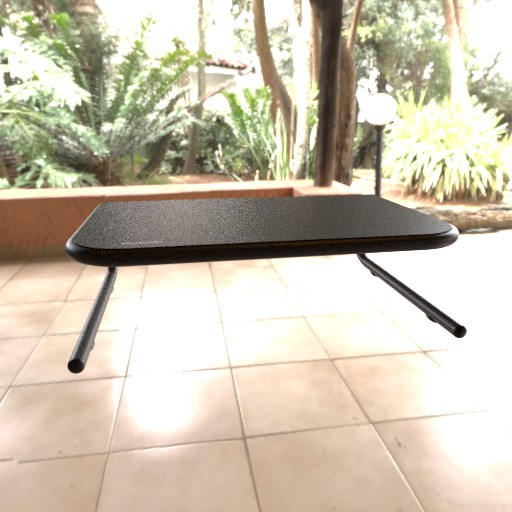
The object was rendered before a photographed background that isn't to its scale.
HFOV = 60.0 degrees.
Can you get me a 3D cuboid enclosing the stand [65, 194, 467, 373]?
[{"bbox_3d":[0.000,0.000,0.516,0.370,0.108,0.280,-3,17,-10],"label":"stand"}]
